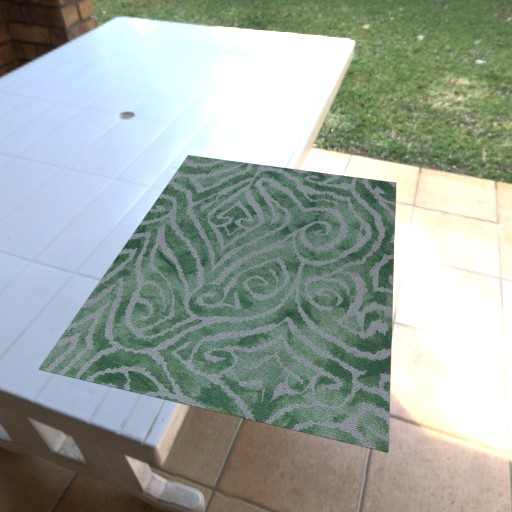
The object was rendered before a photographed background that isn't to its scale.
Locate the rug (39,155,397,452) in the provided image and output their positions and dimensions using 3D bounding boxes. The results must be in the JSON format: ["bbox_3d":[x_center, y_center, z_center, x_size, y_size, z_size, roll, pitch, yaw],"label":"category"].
[{"bbox_3d":[0.000,0.000,4.020,2.436,0.007,3.045,10,44,10],"label":"rug"}]
